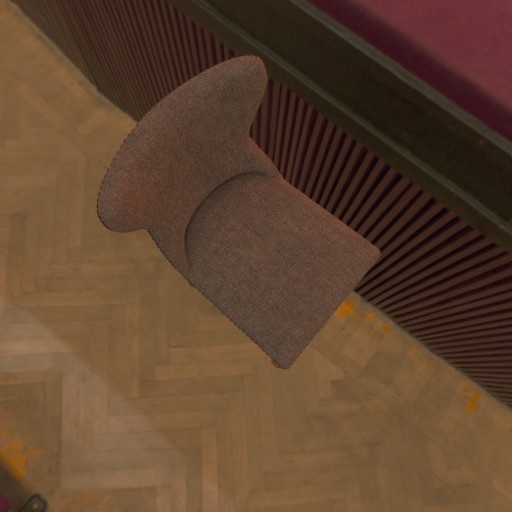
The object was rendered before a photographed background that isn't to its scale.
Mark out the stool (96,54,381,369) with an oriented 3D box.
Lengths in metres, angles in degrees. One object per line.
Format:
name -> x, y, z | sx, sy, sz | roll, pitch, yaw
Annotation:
stool -> 0.000, 0.000, 1.419 | 0.606, 1.123, 0.494 | 40, 80, 9
